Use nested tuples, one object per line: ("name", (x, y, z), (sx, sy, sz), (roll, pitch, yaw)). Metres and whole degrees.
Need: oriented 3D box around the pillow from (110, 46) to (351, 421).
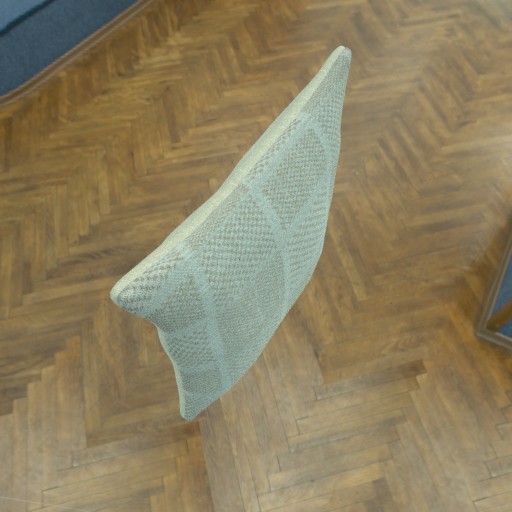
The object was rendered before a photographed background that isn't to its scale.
("pillow", (0.000, 0.000, 0.652), (0.138, 0.432, 0.436), (29, 62, 17))
